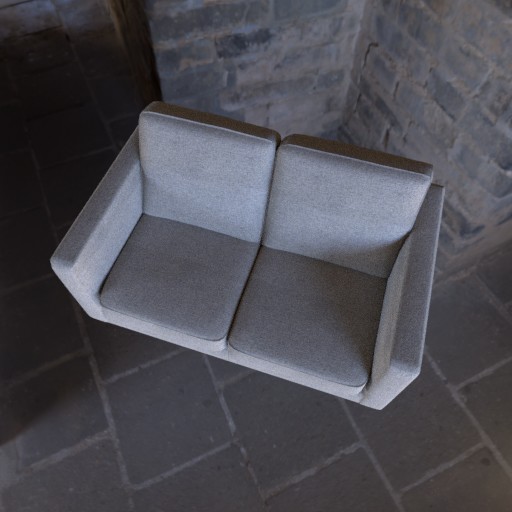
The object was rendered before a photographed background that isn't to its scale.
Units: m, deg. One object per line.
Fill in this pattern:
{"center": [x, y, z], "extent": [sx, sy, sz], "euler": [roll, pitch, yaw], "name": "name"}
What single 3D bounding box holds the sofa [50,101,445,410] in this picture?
{"center": [0.000, 0.000, 2.144], "extent": [1.527, 0.973, 0.969], "euler": [16, 60, 9], "name": "sofa"}
